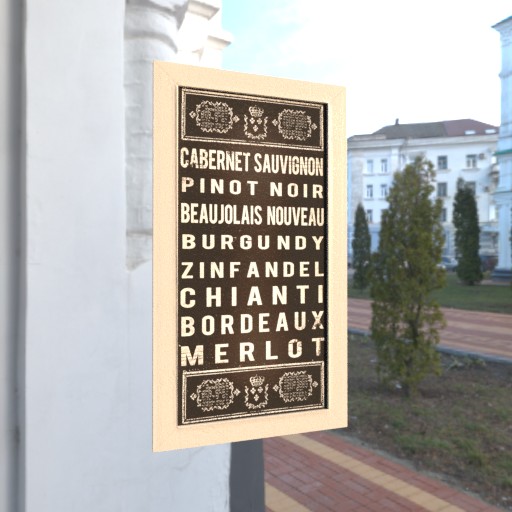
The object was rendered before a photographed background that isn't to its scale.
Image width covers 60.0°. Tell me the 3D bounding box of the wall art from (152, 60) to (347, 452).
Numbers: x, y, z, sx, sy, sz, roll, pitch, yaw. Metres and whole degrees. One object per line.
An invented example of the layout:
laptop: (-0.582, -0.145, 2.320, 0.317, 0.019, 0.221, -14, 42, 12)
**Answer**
wall art: (0.000, 0.000, 0.835, 0.380, 0.683, 0.013, 0, 0, -18)
